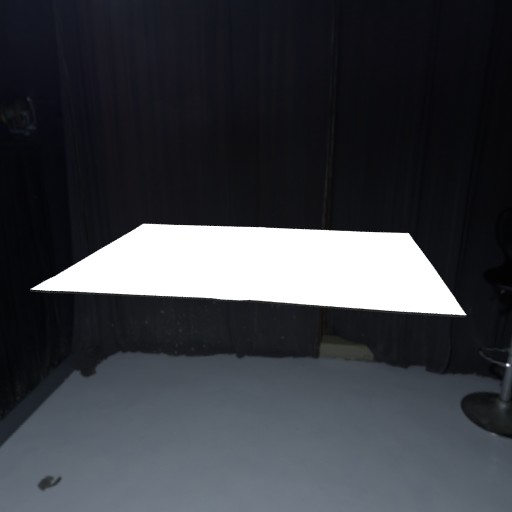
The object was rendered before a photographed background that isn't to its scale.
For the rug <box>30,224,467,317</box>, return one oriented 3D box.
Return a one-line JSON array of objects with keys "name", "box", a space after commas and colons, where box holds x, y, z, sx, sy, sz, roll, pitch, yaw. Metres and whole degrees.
[{"name": "rug", "box": [0.000, 0.000, 3.799, 2.869, 0.038, 2.032, 3, 17, 8]}]
